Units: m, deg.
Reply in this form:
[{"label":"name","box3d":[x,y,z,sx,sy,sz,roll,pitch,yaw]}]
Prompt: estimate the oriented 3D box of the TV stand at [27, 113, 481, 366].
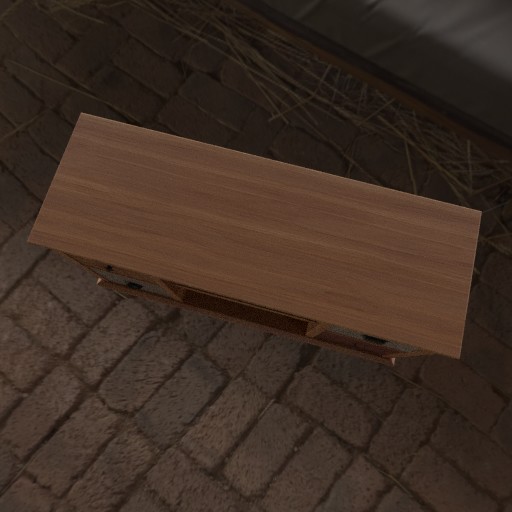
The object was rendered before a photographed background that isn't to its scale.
[{"label":"TV stand","box3d":[0.000,0.000,1.498,1.181,0.607,0.417,15,76,4]}]
